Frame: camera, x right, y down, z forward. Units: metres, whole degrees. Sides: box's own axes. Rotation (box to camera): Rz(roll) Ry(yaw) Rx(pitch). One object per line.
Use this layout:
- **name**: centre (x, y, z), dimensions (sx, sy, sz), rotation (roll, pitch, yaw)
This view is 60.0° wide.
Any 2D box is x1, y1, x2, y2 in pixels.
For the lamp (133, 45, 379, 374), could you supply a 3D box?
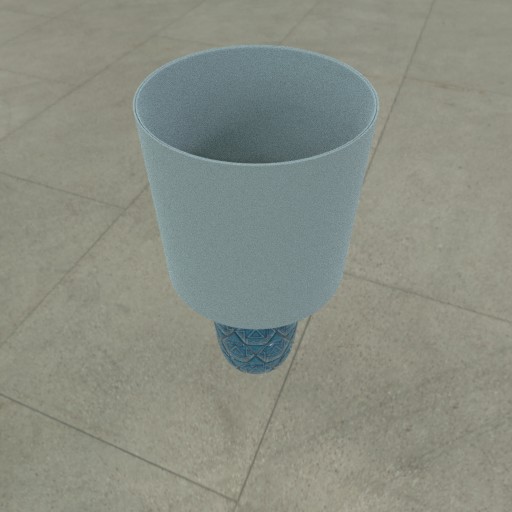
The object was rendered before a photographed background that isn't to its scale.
- **lamp**: centre (0.000, 0.000, 0.490), dimensions (0.193, 0.377, 0.193), rotation (-10, 48, -9)
